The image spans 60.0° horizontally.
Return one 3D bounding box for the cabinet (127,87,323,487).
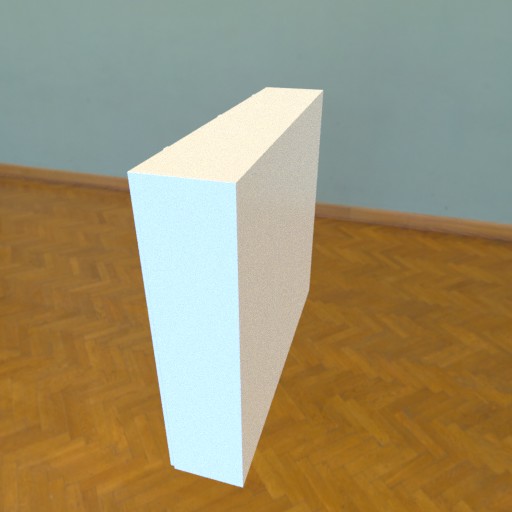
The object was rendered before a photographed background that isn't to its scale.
[{"bbox_3d":[0.000,0.000,3.887,0.590,2.370,2.700,8,31,14],"label":"cabinet"}]
